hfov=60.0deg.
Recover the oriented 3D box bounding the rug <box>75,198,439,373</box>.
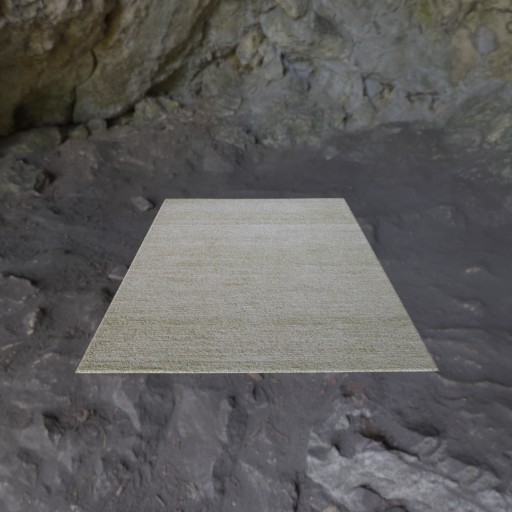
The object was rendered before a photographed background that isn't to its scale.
[{"bbox_3d":[0.000,0.000,2.963,1.606,0.017,2.270,0,27,0],"label":"rug"}]
